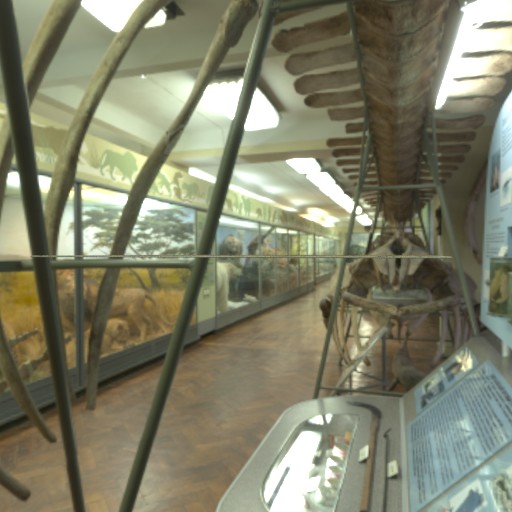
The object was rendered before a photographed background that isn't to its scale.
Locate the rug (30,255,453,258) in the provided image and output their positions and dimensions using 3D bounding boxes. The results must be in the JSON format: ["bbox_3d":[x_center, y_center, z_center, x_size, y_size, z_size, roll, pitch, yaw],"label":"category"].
[{"bbox_3d":[0.000,0.000,2.956,2.284,0.008,1.522,0,0,18],"label":"rug"}]
